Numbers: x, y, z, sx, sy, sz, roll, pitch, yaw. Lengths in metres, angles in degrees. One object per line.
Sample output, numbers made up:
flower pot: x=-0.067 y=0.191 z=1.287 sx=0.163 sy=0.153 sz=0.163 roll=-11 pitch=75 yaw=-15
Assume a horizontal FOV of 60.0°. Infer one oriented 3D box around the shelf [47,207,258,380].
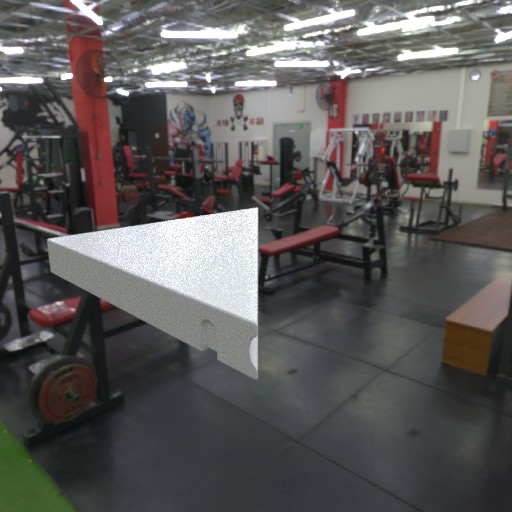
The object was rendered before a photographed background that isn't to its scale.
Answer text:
shelf: x=0.000 y=0.000 z=0.445 sx=0.296 sy=0.035 sz=0.296 roll=-14 pitch=21 yaw=-43
